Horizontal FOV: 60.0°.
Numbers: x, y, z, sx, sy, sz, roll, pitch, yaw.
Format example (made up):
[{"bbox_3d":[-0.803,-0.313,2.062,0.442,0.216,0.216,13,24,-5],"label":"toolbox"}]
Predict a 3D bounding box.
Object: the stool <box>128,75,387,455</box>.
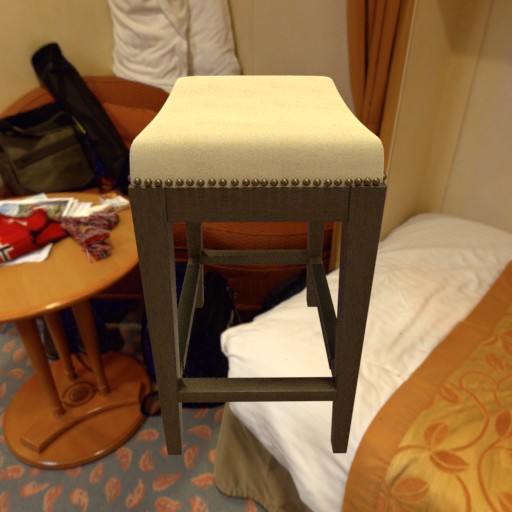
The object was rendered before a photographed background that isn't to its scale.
[{"bbox_3d":[0.000,0.000,0.936,0.361,0.642,0.500,0,32,-1],"label":"stool"}]
